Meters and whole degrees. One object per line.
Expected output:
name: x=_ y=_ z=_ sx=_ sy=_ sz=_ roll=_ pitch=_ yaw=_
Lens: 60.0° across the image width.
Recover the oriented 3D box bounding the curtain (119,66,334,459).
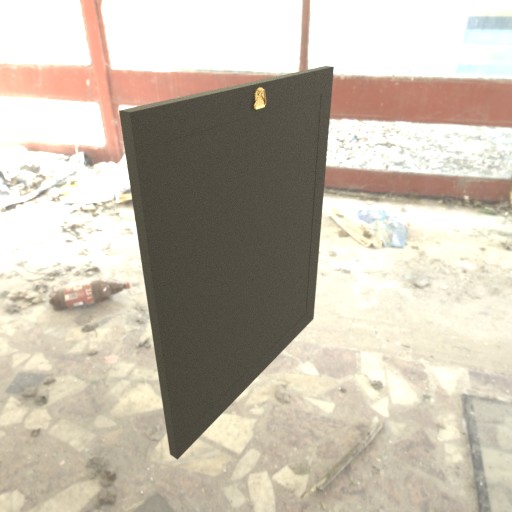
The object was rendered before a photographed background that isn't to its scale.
curtain: x=0.000 y=0.000 z=0.796 sx=0.027 sy=0.585 sz=0.483 roll=19 pitch=35 yaw=30
